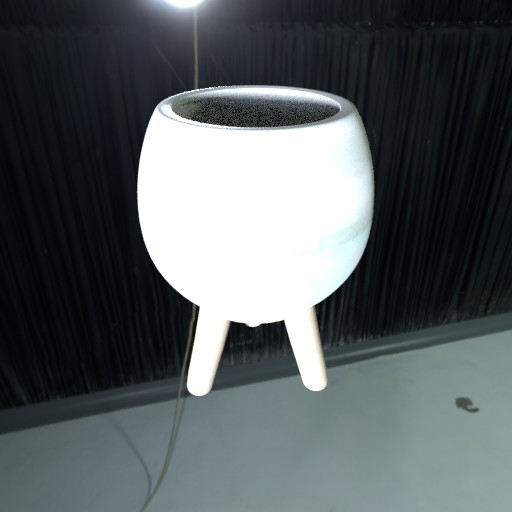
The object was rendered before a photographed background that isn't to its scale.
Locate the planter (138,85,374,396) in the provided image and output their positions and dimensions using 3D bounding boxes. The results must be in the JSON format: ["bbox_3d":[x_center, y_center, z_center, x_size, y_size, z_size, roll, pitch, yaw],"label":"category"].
[{"bbox_3d":[0.000,0.000,0.336,0.161,0.224,0.161,0,31,0],"label":"planter"}]
